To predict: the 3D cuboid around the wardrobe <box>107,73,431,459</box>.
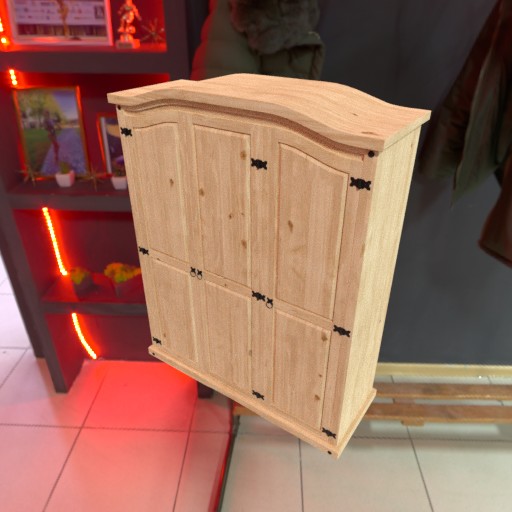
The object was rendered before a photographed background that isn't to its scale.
[{"bbox_3d":[0.000,0.000,2.571,1.500,1.870,0.570,19,35,29],"label":"wardrobe"}]
